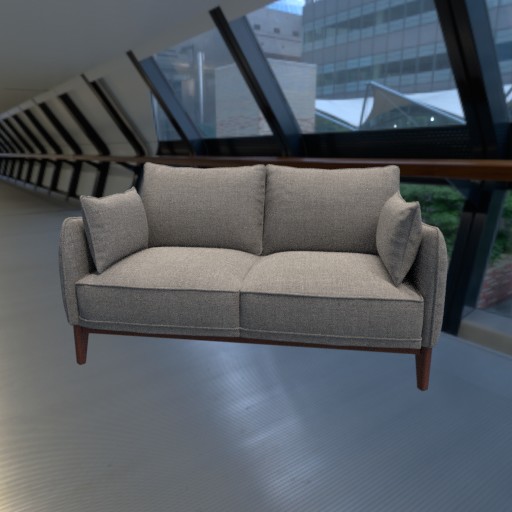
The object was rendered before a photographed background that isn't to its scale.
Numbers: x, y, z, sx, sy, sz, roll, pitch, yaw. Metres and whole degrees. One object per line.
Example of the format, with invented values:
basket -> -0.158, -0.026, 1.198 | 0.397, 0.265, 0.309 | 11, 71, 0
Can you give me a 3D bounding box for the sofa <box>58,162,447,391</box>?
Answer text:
sofa -> 0.000, 0.000, 2.140 | 1.580, 0.851, 0.972 | 2, 14, 8
